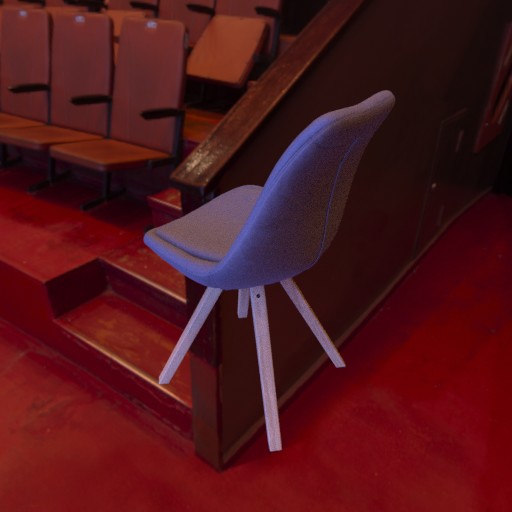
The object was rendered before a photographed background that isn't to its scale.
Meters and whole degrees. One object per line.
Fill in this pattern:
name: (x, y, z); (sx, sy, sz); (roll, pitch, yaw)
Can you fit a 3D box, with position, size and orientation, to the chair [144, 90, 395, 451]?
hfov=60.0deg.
chair: (0.000, 0.000, 1.191); (0.547, 0.865, 0.483); (21, 37, 30)
